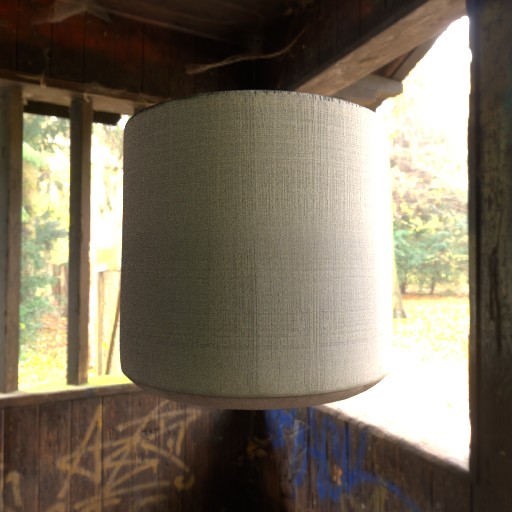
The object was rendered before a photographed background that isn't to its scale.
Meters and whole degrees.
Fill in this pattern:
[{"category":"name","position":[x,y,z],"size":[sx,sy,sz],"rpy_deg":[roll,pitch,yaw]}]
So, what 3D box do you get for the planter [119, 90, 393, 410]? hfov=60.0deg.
[{"category":"planter","position":[0.000,0.000,0.376],"size":[0.221,0.201,0.221],"rpy_deg":[0,-1,0]}]
